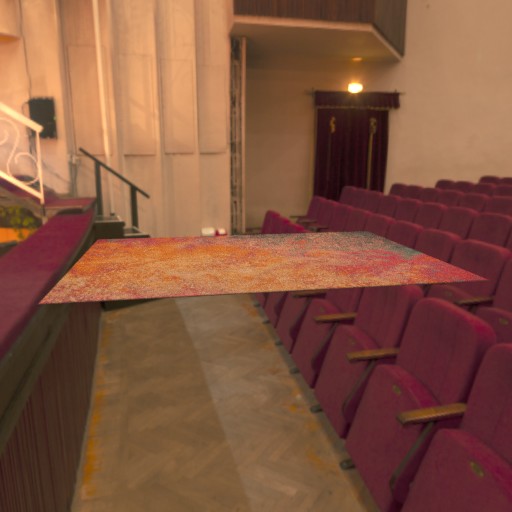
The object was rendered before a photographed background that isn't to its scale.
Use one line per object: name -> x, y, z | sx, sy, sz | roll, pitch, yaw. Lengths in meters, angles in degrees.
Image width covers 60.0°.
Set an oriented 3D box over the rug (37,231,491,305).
rug -> 0.000, 0.000, 3.737 | 2.896, 0.013, 2.007 | -2, 13, -10
